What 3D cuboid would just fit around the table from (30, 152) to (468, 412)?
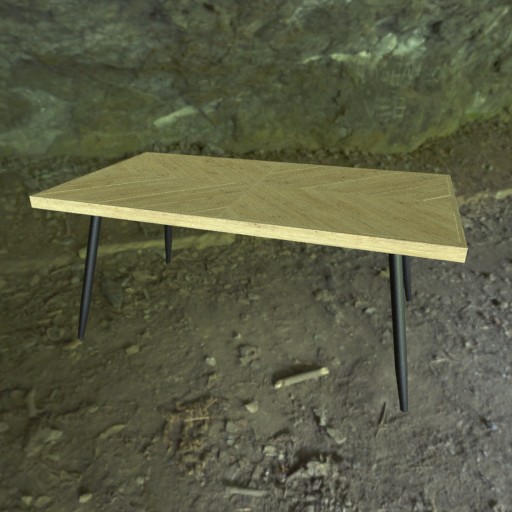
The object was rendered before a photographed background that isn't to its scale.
[{"bbox_3d":[0.000,0.000,2.308,1.803,0.762,0.991,8,26,17],"label":"table"}]
